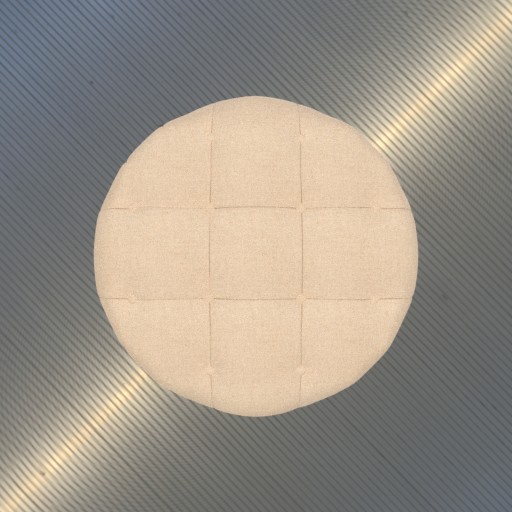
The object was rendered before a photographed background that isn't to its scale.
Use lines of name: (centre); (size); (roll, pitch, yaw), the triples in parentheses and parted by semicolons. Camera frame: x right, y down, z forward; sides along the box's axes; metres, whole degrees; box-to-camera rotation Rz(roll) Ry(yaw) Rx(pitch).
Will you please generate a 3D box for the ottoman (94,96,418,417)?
ottoman: (0.000, 0.000, 1.437); (0.940, 0.483, 0.940); (0, 88, 0)
